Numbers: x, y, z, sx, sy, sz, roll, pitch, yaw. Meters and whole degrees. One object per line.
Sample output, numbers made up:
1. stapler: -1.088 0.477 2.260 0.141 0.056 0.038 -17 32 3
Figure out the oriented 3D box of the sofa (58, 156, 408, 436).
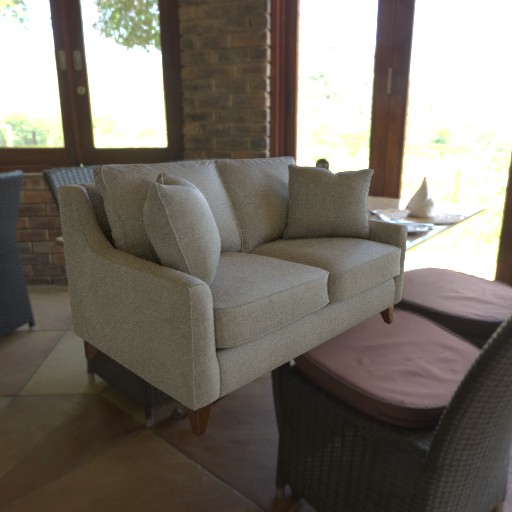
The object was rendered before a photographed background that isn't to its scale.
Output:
1. sofa: 0.000 0.000 2.073 0.915 0.863 1.422 14 20 43
